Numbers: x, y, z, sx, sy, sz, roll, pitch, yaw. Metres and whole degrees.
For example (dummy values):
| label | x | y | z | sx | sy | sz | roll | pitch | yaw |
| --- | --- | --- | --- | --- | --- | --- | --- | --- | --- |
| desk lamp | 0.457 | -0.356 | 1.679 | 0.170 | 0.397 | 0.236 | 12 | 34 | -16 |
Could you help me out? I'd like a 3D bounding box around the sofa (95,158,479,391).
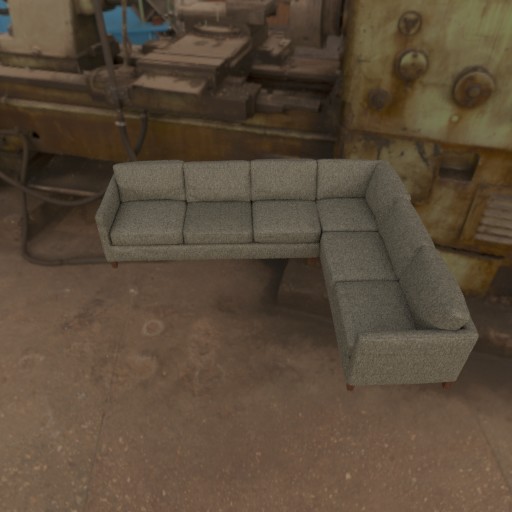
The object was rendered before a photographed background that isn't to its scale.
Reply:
| label | x | y | z | sx | sy | sz | roll | pitch | yaw |
| --- | --- | --- | --- | --- | --- | --- | --- | --- | --- |
| sofa | 0.000 | 0.000 | 4.387 | 3.302 | 0.947 | 2.593 | -1 | 41 | -1 |
